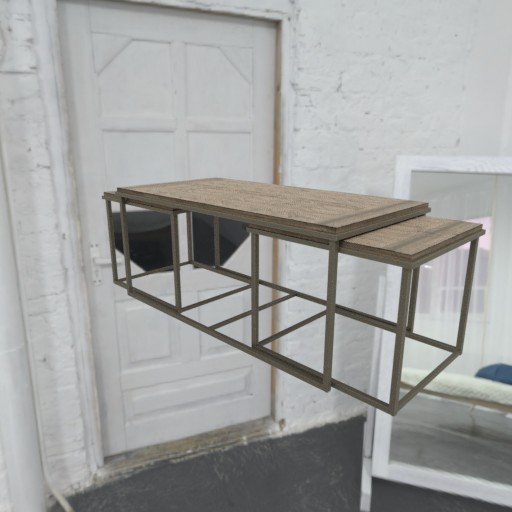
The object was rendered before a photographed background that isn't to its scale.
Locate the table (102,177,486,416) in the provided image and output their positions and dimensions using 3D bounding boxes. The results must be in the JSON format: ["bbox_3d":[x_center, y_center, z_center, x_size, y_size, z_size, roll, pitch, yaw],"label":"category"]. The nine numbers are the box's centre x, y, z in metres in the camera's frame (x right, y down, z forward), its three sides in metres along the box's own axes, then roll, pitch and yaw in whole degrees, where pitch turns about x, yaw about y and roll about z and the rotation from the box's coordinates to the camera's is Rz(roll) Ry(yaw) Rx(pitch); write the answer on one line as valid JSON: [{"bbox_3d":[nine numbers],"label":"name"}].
[{"bbox_3d":[0.000,0.000,1.532,1.312,0.427,0.489,15,22,42],"label":"table"}]
